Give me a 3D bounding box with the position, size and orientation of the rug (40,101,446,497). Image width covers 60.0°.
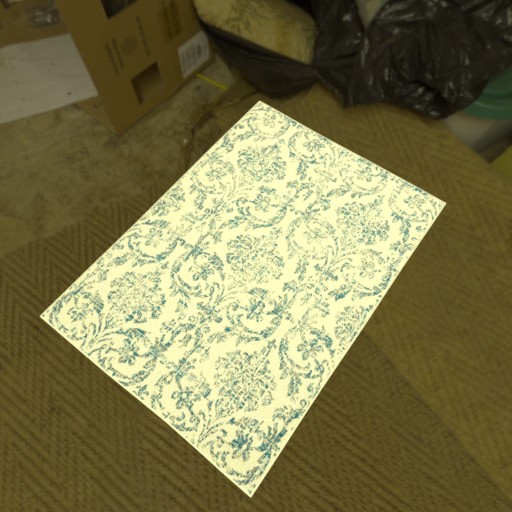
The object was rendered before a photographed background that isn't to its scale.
[{"bbox_3d":[0.000,0.000,2.829,1.586,0.014,2.197,34,68,16],"label":"rug"}]
